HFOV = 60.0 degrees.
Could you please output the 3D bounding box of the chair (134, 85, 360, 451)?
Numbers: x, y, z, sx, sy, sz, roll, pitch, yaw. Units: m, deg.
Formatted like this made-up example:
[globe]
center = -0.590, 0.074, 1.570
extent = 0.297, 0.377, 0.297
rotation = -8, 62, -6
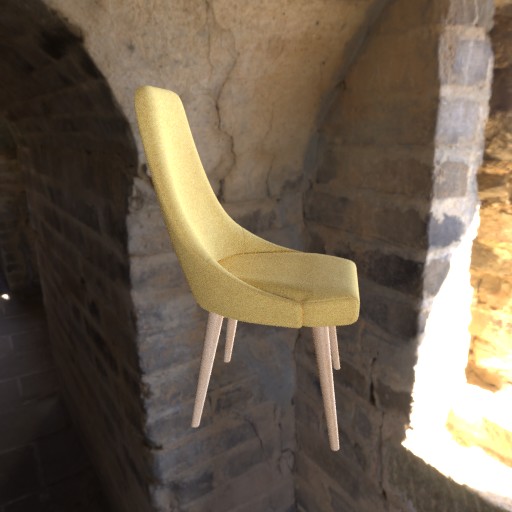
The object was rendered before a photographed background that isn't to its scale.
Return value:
[chair]
center = 0.000, 0.000, 1.448
extent = 0.660, 1.040, 0.510
rotation = 3, 16, 10
